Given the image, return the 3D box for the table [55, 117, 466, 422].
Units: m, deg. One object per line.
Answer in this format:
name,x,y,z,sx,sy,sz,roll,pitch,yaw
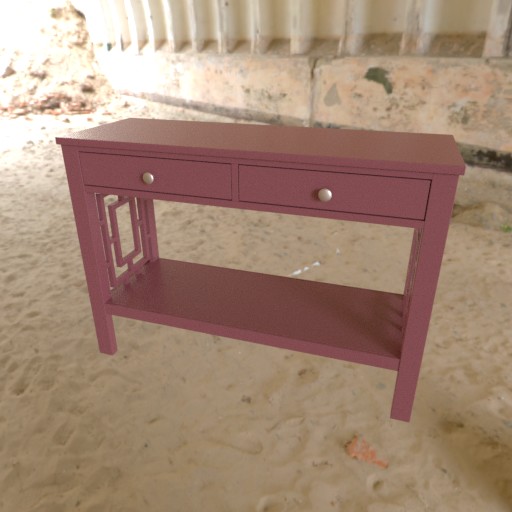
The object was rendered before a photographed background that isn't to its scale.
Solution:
table,0.000,0.000,1.421,1.068,0.753,0.397,8,27,16
